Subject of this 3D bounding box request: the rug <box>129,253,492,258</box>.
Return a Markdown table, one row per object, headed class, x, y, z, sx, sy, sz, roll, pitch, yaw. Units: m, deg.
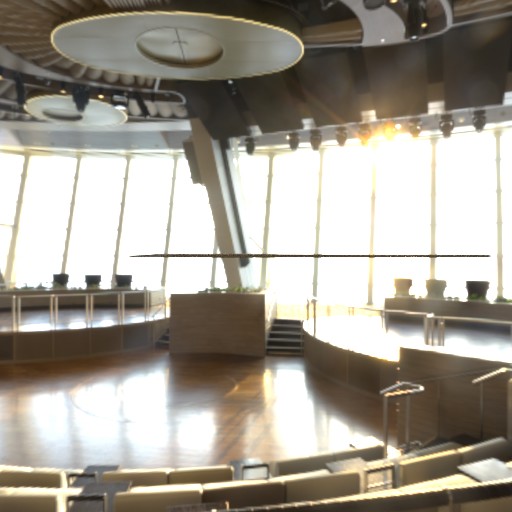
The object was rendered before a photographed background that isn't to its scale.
| class | x | y | z | sx | sy | sz | roll | pitch | yaw |
| --- | --- | --- | --- | --- | --- | --- | --- | --- | --- |
| rug | 0.000 | 0.000 | 3.051 | 1.535 | 0.022 | 2.498 | 0 | 0 | -20 |
